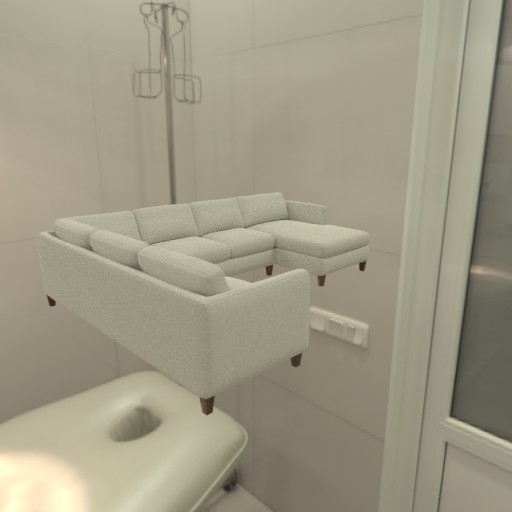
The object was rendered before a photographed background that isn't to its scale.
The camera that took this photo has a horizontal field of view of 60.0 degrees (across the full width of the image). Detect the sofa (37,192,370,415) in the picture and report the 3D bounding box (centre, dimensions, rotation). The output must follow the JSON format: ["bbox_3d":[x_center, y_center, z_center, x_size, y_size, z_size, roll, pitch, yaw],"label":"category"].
[{"bbox_3d":[0.000,0.000,4.345,3.238,0.853,2.551,-14,21,-42],"label":"sofa"}]
